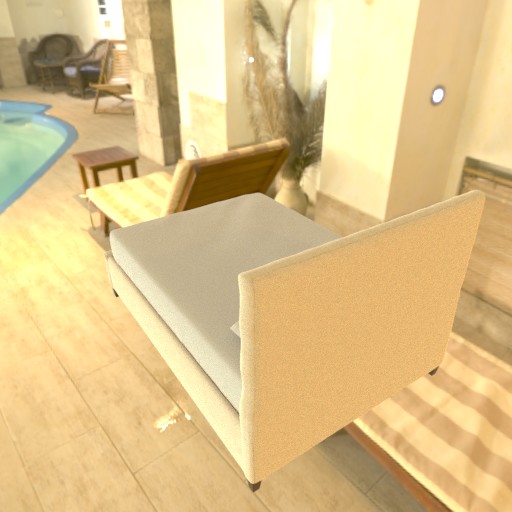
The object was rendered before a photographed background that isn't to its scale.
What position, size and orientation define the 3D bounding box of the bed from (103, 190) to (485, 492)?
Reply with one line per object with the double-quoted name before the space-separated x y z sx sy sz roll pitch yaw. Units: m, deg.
"bed" 0.000 0.000 3.364 1.698 1.427 2.387 -19 35 -29
